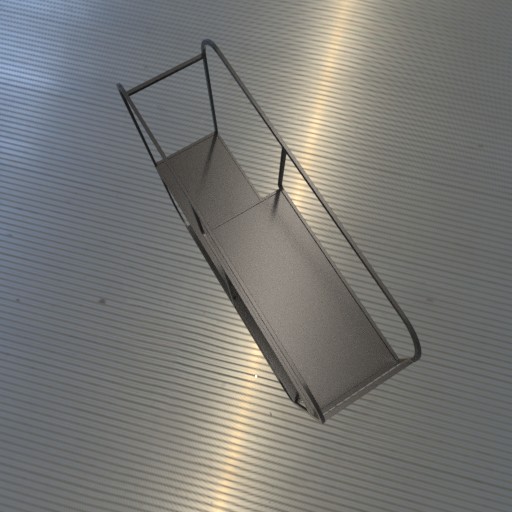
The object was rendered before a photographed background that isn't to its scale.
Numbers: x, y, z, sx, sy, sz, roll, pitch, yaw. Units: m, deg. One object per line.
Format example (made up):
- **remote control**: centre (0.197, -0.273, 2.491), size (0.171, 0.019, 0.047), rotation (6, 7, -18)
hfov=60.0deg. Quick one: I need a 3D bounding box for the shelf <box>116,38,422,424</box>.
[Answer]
- **shelf**: centre (0.000, 0.000, 0.899), size (0.160, 0.600, 0.600), rotation (-31, 77, -8)
